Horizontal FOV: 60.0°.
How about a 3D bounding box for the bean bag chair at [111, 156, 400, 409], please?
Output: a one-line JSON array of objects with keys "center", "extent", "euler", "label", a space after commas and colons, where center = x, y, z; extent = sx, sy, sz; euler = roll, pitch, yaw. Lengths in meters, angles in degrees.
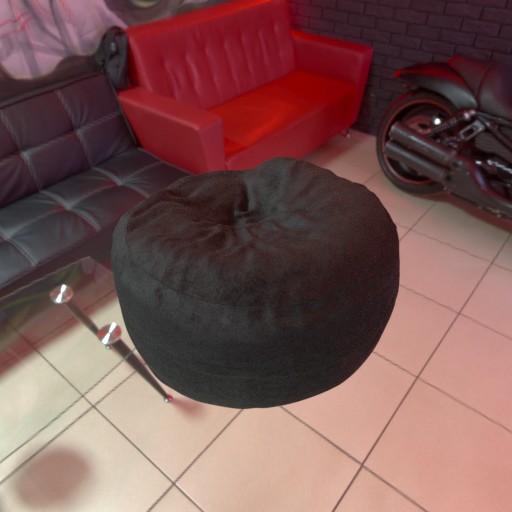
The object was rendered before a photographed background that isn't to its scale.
[{"center": [0.000, 0.000, 2.409], "extent": [1.525, 0.751, 1.525], "euler": [0, 40, 0], "label": "bean bag chair"}]
